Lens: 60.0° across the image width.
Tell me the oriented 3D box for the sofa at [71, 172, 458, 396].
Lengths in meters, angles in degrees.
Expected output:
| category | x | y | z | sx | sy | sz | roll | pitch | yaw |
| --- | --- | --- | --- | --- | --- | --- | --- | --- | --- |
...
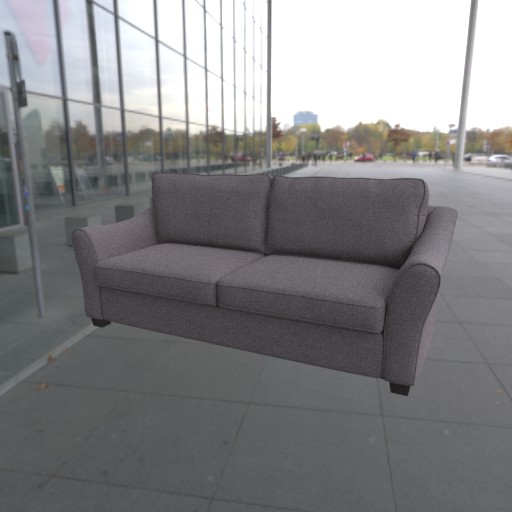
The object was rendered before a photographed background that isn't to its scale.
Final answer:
| category | x | y | z | sx | sy | sz | roll | pitch | yaw |
| --- | --- | --- | --- | --- | --- | --- | --- | --- | --- |
| sofa | 0.000 | 0.000 | 2.747 | 2.203 | 0.976 | 1.013 | 6 | 14 | 25 |
